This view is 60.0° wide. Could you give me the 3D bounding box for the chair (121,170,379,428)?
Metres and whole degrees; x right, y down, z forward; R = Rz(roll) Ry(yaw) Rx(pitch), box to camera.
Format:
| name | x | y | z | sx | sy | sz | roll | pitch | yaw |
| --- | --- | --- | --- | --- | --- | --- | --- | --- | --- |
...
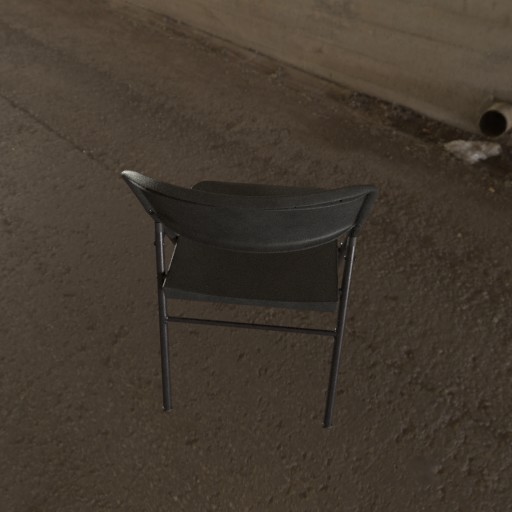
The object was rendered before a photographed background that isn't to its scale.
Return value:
| name | x | y | z | sx | sy | sz | roll | pitch | yaw |
| --- | --- | --- | --- | --- | --- | --- | --- | --- | --- |
| chair | 0.000 | 0.000 | 1.175 | 0.494 | 0.810 | 0.566 | 4 | 46 | 4 |
